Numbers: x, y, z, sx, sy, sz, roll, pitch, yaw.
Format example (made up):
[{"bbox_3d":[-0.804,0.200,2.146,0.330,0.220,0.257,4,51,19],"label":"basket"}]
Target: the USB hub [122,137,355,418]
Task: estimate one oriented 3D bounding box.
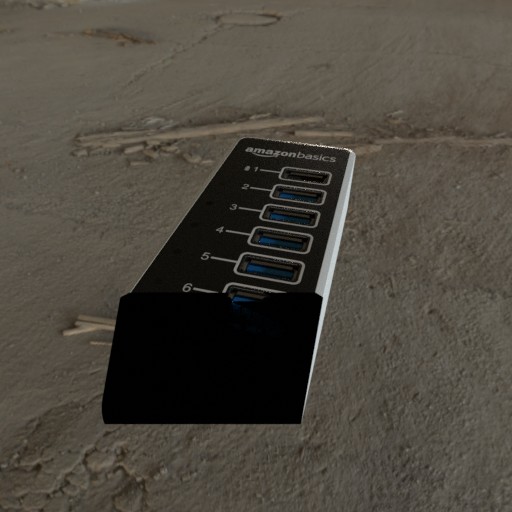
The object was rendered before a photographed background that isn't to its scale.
[{"bbox_3d":[0.000,0.000,0.128,0.044,0.023,0.110,10,40,12],"label":"USB hub"}]
